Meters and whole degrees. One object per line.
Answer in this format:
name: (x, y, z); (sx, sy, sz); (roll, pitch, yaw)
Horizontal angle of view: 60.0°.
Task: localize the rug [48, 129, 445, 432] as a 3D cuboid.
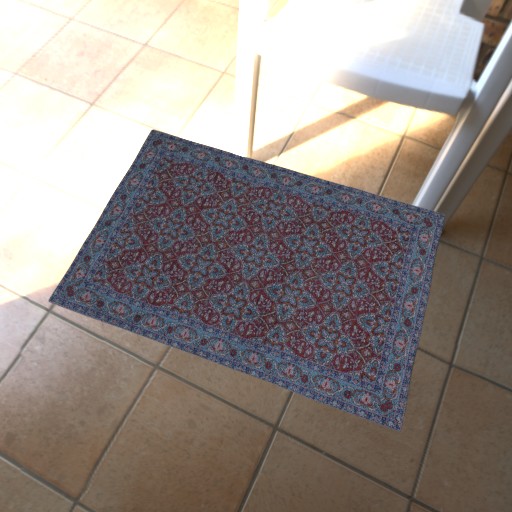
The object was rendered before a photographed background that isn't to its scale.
rug: (0.000, 0.000, 2.383); (1.829, 0.009, 1.219); (18, 65, 9)
